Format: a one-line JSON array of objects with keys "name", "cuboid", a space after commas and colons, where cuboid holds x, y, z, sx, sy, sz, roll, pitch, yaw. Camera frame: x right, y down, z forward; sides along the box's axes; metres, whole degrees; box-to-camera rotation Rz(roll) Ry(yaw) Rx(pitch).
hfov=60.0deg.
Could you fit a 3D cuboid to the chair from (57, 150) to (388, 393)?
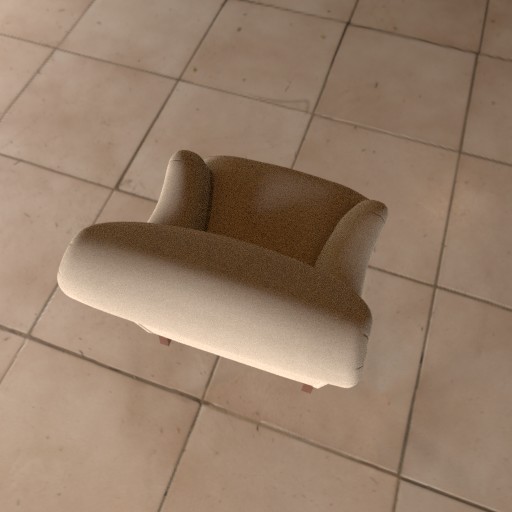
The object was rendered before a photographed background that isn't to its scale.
[{"name": "chair", "cuboid": [0.000, 0.000, 1.516, 0.766, 0.942, 0.842, 16, 65, 8]}]
